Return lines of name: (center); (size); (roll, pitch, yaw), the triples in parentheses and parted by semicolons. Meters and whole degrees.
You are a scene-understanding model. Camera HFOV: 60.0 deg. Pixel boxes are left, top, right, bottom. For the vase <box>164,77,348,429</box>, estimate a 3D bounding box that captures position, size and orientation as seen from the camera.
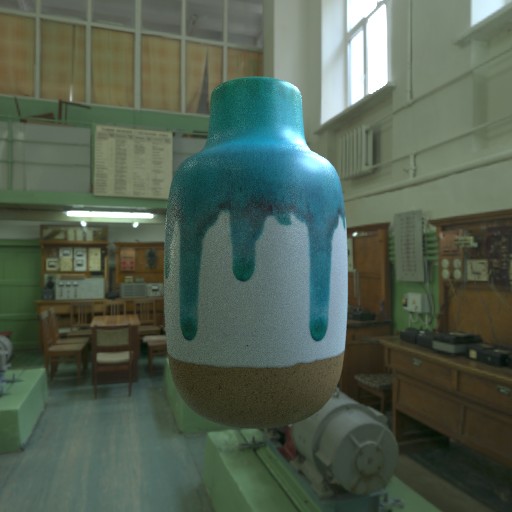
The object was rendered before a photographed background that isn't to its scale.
vase: (0.000, 0.000, 0.261); (0.106, 0.192, 0.106); (0, -1, 0)
